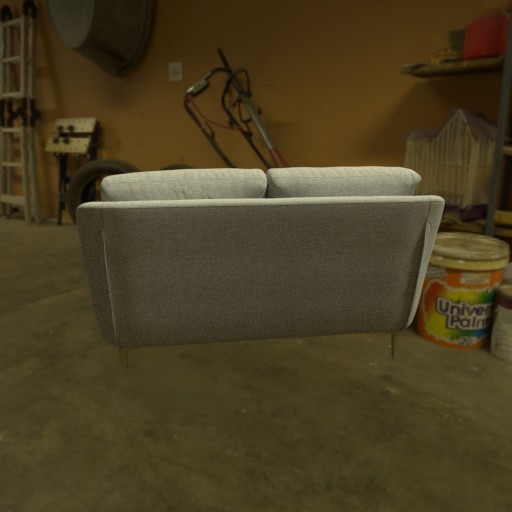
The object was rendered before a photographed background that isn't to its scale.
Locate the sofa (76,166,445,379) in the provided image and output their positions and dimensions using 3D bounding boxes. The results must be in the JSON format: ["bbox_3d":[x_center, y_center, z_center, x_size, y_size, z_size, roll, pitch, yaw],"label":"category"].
[{"bbox_3d":[0.000,0.000,2.213,1.619,0.904,0.960,-2,15,-8],"label":"sofa"}]
